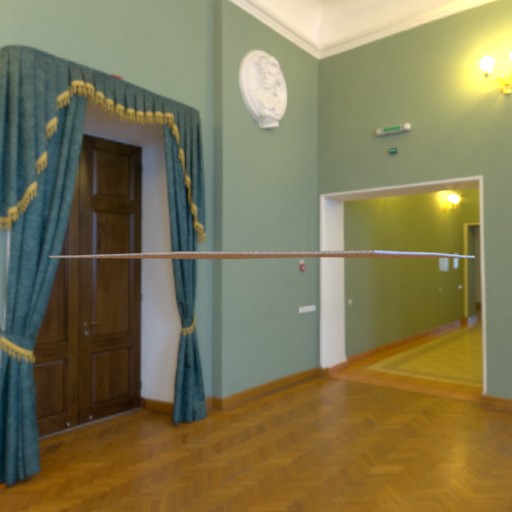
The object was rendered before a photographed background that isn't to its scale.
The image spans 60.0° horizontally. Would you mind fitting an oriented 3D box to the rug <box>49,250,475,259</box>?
[{"bbox_3d":[0.000,0.000,2.930,2.342,0.030,1.609,-1,-1,38],"label":"rug"}]
